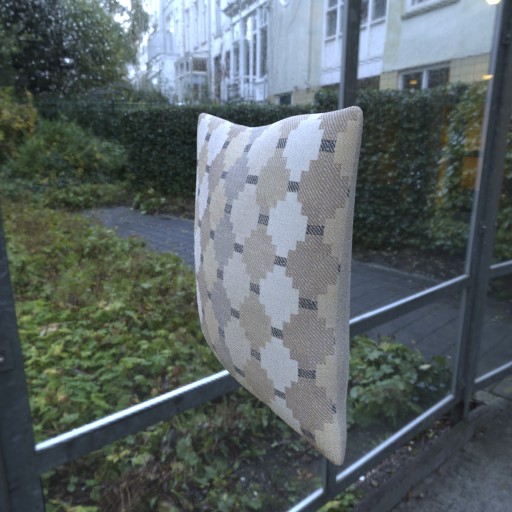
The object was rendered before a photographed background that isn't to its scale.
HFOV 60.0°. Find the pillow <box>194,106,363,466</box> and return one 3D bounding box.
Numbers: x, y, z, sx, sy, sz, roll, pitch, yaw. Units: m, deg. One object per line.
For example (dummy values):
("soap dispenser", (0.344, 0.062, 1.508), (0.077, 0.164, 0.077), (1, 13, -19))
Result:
("pillow", (0.000, 0.000, 0.873), (0.192, 0.558, 0.578), (-8, 17, -27))
